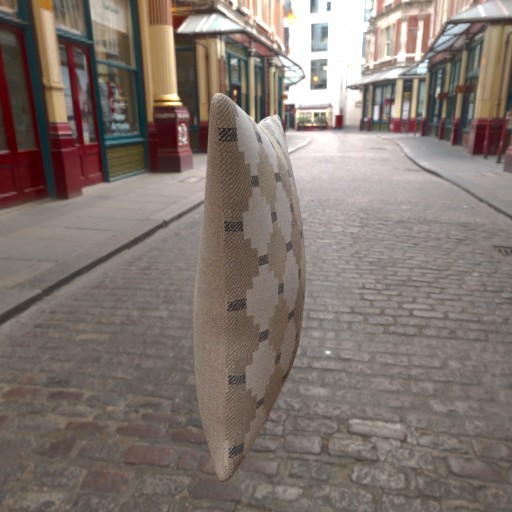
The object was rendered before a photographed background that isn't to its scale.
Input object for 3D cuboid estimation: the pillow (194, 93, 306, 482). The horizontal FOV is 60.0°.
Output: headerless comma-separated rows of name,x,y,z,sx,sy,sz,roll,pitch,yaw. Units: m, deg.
pillow,0.000,0.000,0.854,0.192,0.558,0.578,3,17,9
